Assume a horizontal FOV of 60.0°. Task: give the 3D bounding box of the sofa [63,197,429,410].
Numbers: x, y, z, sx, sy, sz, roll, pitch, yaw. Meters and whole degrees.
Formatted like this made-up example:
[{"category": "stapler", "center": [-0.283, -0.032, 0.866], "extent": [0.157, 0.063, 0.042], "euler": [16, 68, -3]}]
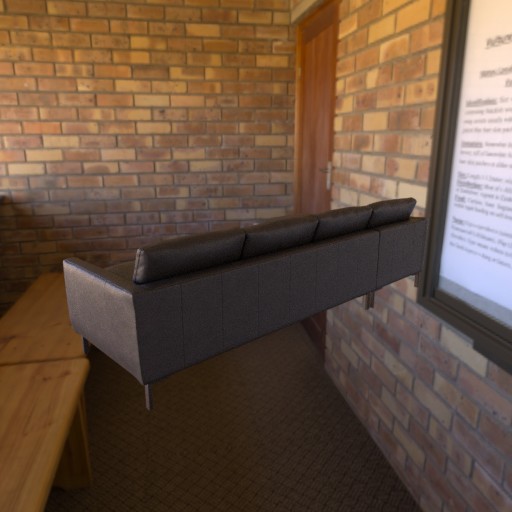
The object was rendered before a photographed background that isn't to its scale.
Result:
[{"category": "sofa", "center": [0.000, 0.000, 3.630], "extent": [2.993, 0.859, 1.471], "euler": [-14, 20, -42]}]
